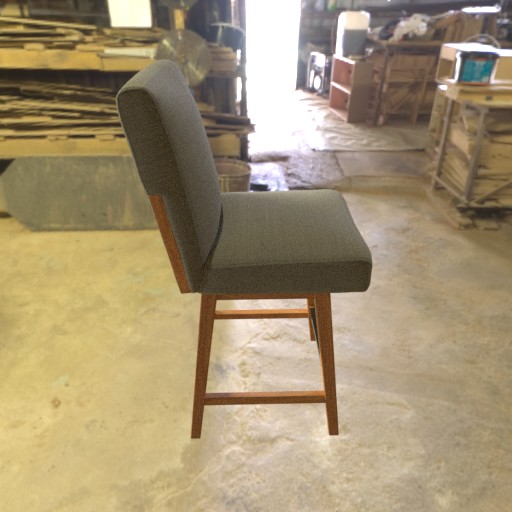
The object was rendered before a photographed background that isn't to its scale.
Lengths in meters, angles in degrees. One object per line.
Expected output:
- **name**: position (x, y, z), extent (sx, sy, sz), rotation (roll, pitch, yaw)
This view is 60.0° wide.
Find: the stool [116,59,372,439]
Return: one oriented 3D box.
- **stool**: position (0.000, 0.000, 1.289), extent (0.570, 1.019, 0.459), rotation (-1, 31, -1)
